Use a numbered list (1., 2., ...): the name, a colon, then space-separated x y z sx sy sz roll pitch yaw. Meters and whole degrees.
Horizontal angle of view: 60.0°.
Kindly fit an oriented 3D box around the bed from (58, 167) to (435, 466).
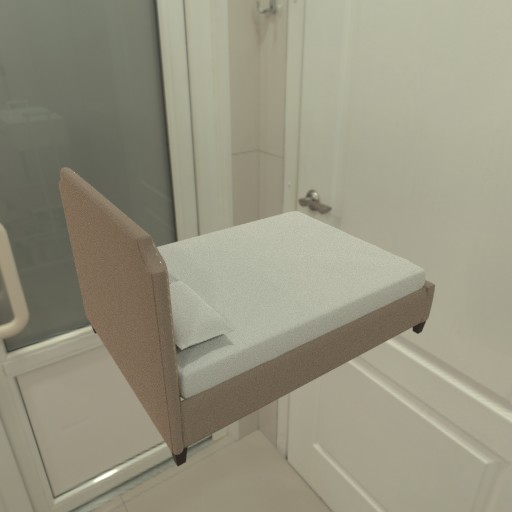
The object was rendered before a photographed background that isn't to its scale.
1. bed: 0.000 0.000 3.446 2.372 1.443 1.713 -17 32 -31
